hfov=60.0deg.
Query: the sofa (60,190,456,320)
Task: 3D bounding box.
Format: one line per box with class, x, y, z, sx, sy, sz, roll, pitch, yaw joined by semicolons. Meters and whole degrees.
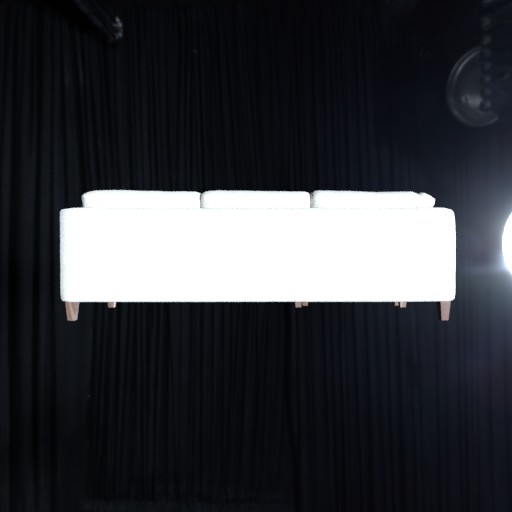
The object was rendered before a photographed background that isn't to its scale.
sofa;0.000;0.000;4.389;2.551;0.853;3.238;0;-1;0
